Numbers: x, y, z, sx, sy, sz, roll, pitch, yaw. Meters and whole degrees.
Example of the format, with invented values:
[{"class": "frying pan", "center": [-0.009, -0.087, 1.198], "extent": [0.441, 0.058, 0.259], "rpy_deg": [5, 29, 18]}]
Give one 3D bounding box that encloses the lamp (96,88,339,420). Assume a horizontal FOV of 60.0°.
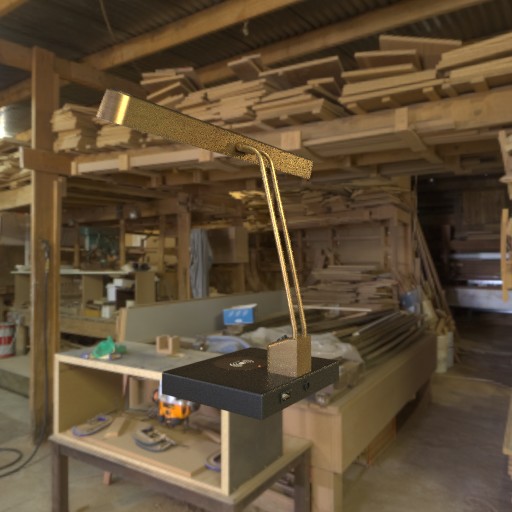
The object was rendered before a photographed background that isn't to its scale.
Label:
[{"class": "lamp", "center": [0.000, 0.000, 0.584], "extent": [0.156, 0.345, 0.412], "rpy_deg": [0, 0, 36]}]
